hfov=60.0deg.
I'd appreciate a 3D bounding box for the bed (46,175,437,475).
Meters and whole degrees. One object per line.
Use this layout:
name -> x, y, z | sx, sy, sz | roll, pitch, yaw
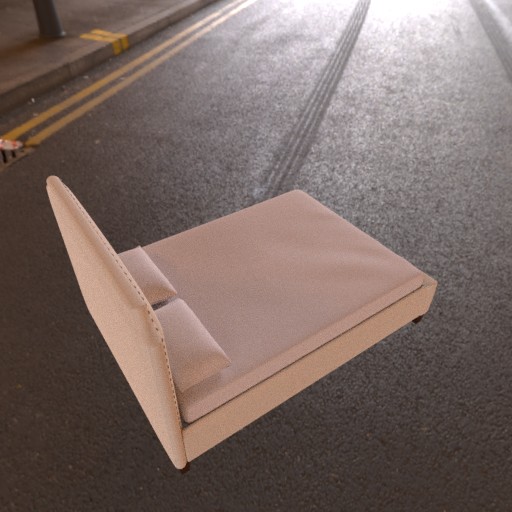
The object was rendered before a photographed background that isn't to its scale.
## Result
bed -> 0.000, 0.000, 3.363 | 2.372, 1.443, 1.712 | -24, 45, -26
